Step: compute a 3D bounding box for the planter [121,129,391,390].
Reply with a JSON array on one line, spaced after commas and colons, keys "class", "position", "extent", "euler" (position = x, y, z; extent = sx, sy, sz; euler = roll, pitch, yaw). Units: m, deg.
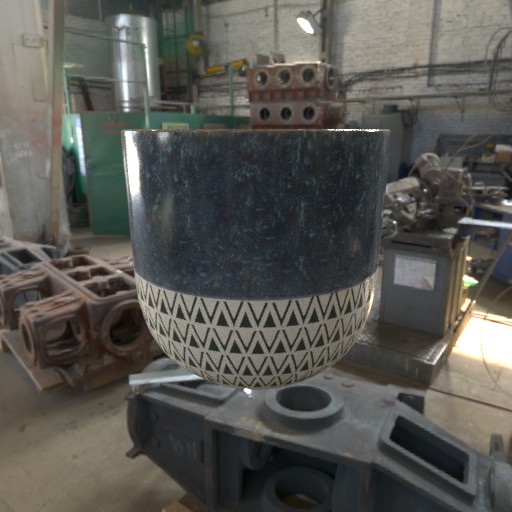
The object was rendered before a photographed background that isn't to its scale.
[{"class": "planter", "position": [0.000, 0.000, 0.491], "extent": [0.266, 0.270, 0.266], "euler": [0, 16, 0]}]
